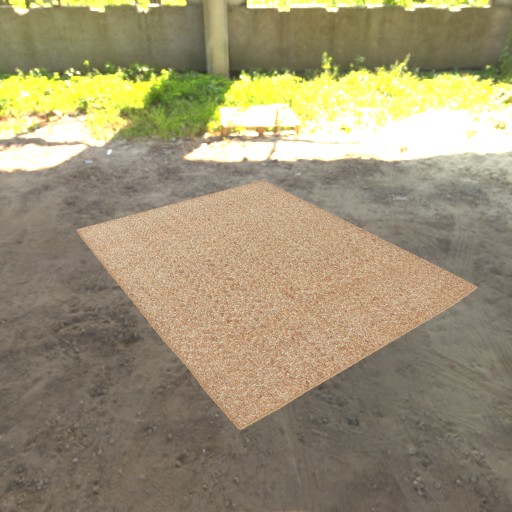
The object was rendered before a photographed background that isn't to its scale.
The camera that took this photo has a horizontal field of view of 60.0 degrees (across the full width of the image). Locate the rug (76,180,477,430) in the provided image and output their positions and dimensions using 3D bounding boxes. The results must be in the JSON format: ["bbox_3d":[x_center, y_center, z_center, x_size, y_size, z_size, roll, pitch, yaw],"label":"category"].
[{"bbox_3d":[0.000,0.000,4.149,2.439,0.013,3.048,-20,36,-30],"label":"rug"}]
